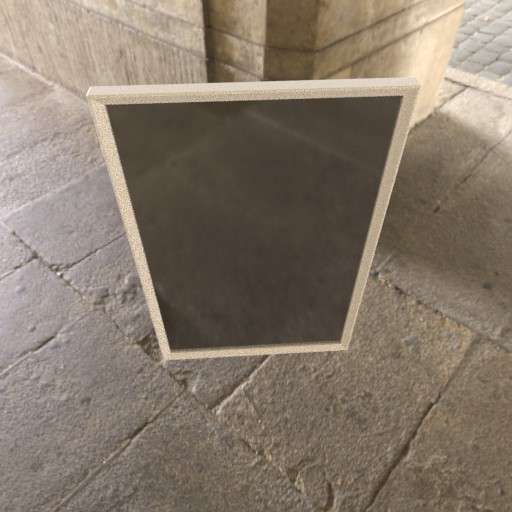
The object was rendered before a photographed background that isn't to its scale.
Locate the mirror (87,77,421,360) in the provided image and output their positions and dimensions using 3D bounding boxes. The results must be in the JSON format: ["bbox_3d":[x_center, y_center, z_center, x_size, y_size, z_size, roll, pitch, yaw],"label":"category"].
[{"bbox_3d":[0.000,0.000,1.150,0.609,0.915,0.041,-3,47,-3],"label":"mirror"}]
